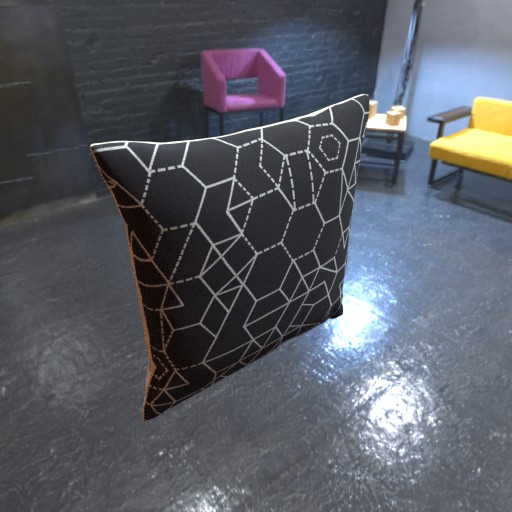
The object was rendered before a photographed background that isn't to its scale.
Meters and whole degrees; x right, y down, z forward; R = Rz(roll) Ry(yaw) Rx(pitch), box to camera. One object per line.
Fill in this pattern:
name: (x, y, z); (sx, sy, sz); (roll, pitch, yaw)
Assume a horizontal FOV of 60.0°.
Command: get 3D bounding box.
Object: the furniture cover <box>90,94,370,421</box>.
furniture cover: (0.000, 0.000, 0.807); (0.517, 0.508, 0.158); (-22, 38, -32)
